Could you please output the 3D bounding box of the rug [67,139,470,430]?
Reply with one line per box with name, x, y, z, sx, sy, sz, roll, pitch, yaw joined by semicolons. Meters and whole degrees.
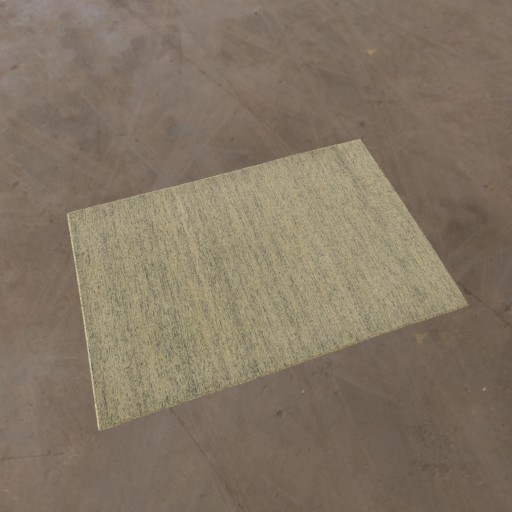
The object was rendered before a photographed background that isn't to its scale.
rug;0.000;0.000;2.365;1.846;0.014;1.243;-16;60;-10
